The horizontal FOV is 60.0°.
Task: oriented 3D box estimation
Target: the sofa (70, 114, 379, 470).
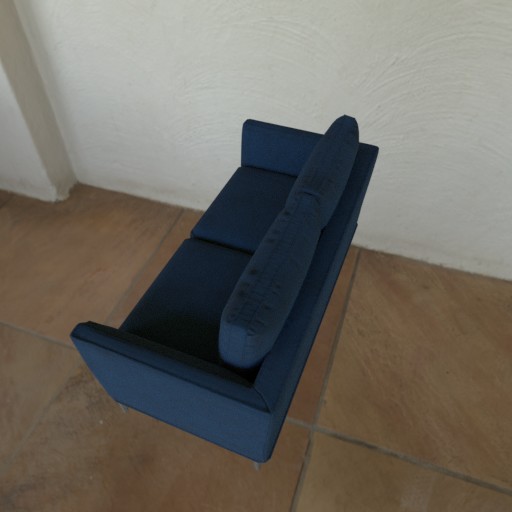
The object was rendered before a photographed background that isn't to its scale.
[{"bbox_3d":[0.000,0.000,2.327,0.853,1.002,1.770,17,49,15],"label":"sofa"}]
